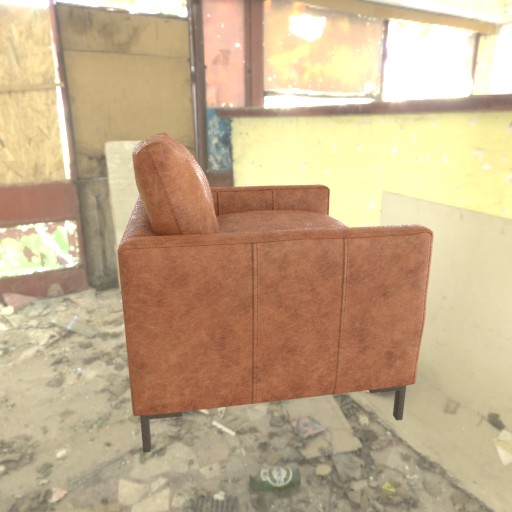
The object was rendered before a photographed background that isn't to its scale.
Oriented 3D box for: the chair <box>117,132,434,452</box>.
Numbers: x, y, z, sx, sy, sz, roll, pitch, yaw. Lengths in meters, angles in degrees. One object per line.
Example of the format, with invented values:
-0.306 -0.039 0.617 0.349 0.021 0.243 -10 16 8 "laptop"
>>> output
0.000 0.000 1.632 0.862 0.869 0.967 -3 17 -10 "chair"
